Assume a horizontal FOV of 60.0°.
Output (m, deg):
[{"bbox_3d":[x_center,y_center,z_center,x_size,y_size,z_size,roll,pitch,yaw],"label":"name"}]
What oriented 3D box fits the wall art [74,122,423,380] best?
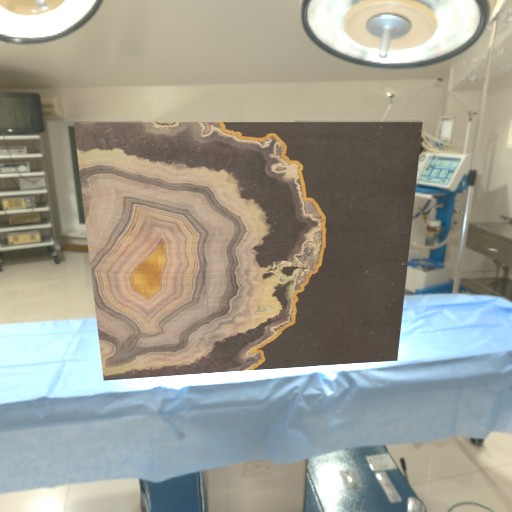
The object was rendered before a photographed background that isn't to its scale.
[{"bbox_3d":[0.000,0.000,0.705,0.508,0.408,0.010,-2,17,-7],"label":"wall art"}]
